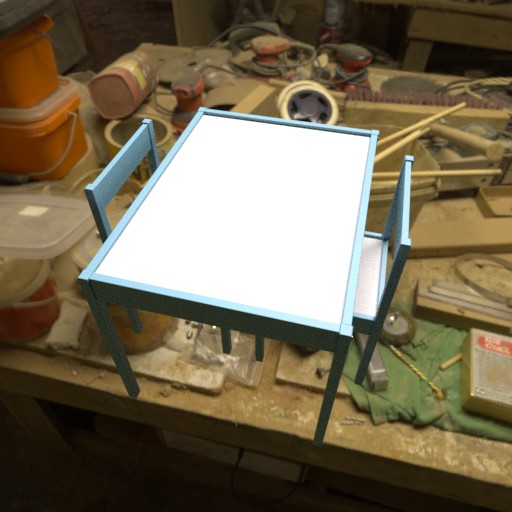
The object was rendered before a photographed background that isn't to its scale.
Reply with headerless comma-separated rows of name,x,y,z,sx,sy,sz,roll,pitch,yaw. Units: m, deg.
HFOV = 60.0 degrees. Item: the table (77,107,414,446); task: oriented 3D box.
table,0.000,0.000,1.097,0.633,0.503,0.639,11,47,10
